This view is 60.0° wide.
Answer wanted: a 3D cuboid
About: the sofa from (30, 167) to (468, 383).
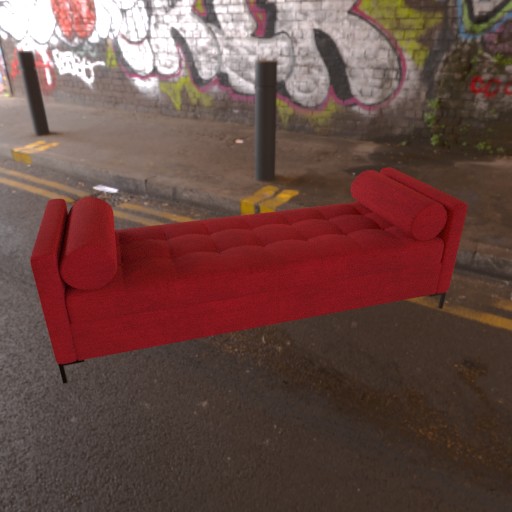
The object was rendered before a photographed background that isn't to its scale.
[{"bbox_3d":[0.000,0.000,2.331,1.981,0.635,0.686,-8,28,-15],"label":"sofa"}]
